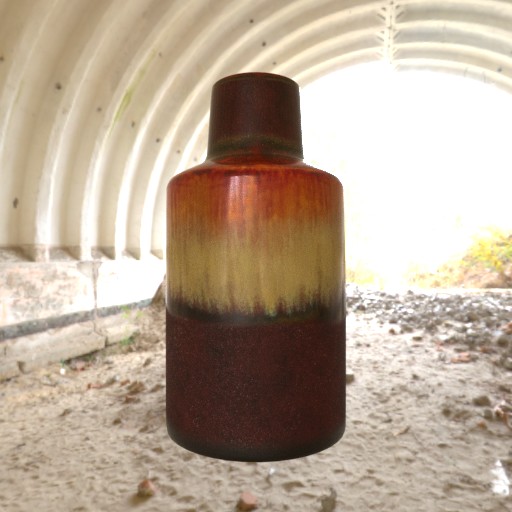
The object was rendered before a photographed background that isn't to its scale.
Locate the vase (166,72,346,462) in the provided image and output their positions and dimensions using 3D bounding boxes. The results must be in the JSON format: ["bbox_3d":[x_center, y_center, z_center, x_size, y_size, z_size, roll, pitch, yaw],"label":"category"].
[{"bbox_3d":[0.000,0.000,0.270,0.108,0.204,0.108,0,0,0],"label":"vase"}]
